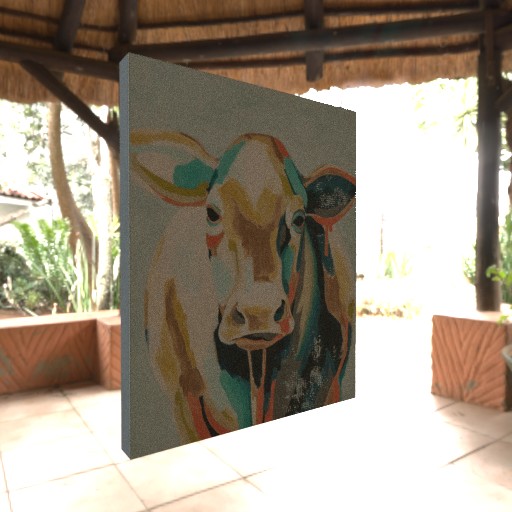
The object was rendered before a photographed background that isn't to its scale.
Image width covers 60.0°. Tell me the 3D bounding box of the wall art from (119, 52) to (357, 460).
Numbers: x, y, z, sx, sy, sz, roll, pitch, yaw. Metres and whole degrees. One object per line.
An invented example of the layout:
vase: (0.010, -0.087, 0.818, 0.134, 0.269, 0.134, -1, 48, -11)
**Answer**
wall art: (0.000, 0.000, 0.684, 0.409, 0.509, 0.037, -1, 1, -35)
